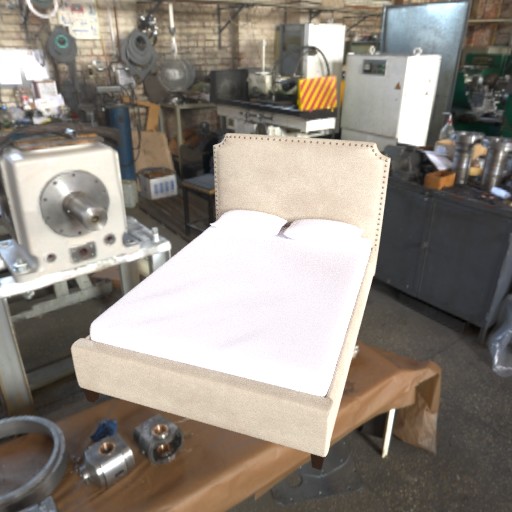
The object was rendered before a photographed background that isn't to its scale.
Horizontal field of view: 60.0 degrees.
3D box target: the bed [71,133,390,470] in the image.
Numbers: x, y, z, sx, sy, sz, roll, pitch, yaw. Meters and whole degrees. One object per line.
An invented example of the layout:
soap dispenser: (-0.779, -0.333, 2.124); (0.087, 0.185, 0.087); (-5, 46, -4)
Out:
bed: (0.000, 0.000, 3.464); (1.712, 1.443, 2.372); (9, 27, 18)
